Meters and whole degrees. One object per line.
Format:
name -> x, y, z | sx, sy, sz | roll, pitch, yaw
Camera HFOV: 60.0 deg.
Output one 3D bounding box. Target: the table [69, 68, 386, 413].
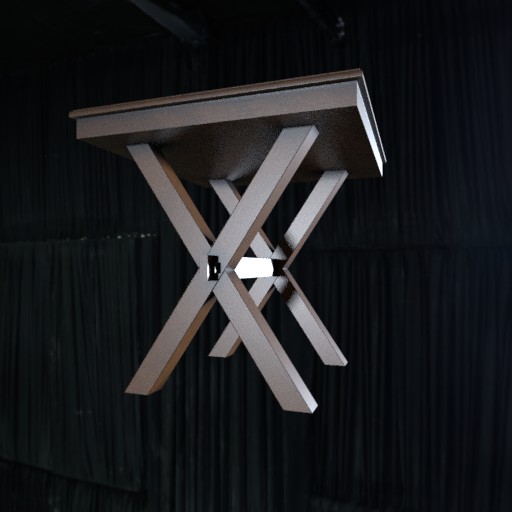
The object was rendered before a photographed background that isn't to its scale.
table -> 0.000, 0.000, 1.048 | 0.560, 0.562, 0.602 | 0, -1, 20
